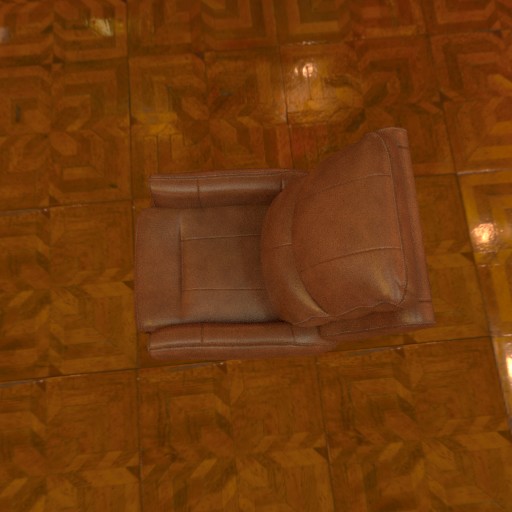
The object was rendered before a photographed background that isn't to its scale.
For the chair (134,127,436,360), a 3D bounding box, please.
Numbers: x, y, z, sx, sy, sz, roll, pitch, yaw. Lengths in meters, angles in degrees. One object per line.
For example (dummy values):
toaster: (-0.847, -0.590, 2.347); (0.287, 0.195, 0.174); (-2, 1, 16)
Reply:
chair: (0.000, 0.000, 1.818); (1.072, 1.016, 0.821); (-3, 76, -1)
